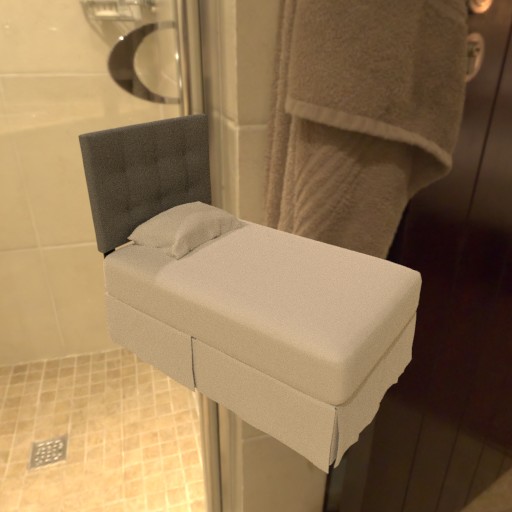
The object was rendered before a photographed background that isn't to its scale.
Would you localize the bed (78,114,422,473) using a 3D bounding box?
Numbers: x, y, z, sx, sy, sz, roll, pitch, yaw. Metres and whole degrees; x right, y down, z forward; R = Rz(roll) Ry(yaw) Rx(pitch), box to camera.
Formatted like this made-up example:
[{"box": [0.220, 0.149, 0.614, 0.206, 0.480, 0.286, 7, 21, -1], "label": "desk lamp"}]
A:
[{"box": [0.000, 0.000, 3.005, 1.997, 1.571, 1.261, 18, 31, 33], "label": "bed"}]
